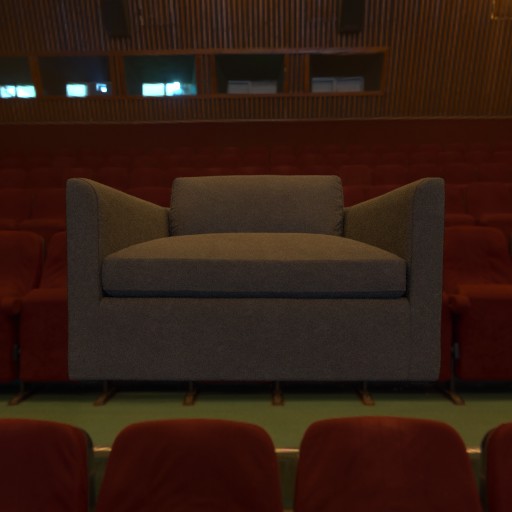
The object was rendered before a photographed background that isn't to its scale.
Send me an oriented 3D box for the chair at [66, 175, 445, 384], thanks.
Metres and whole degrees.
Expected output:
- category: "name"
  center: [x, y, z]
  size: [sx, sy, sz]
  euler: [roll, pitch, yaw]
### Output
- category: "chair"
  center: [0.000, 0.000, 1.899]
  size: [1.190, 0.845, 1.091]
  euler: [0, 0, 0]
